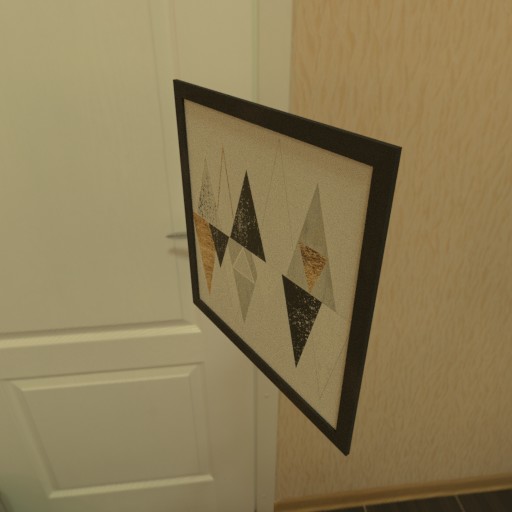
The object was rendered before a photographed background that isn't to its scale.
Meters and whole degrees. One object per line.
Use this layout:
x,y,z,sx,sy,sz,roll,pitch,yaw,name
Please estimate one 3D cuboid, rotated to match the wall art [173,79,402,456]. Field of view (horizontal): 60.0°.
0.000,0.000,1.242,0.013,0.823,0.823,-20,36,-30,wall art
